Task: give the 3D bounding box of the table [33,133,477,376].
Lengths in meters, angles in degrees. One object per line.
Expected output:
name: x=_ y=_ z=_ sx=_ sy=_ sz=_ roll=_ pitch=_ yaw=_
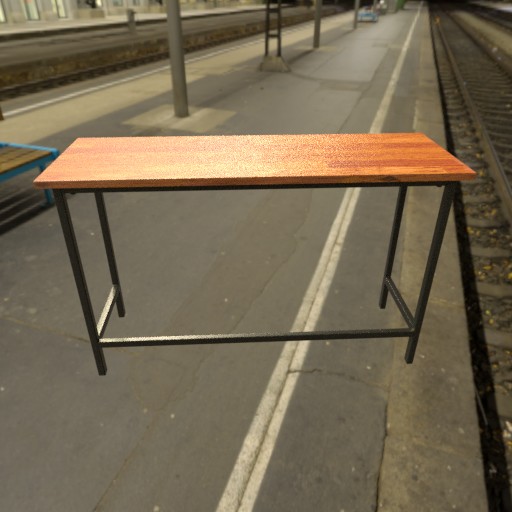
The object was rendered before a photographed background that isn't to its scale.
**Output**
table: x=0.000 y=0.000 z=1.563 sx=1.204 sy=0.740 sz=0.408 roll=-2 pitch=31 yaw=-3
